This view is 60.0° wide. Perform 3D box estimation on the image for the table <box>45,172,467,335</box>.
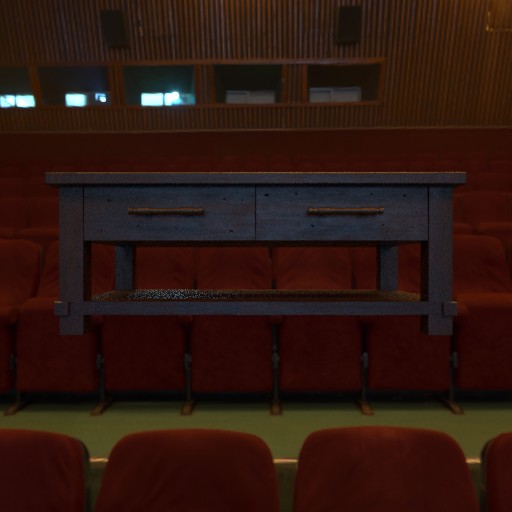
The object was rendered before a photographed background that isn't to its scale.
[{"bbox_3d":[0.000,0.000,1.661,1.270,0.494,0.700,0,-1,0],"label":"table"}]
